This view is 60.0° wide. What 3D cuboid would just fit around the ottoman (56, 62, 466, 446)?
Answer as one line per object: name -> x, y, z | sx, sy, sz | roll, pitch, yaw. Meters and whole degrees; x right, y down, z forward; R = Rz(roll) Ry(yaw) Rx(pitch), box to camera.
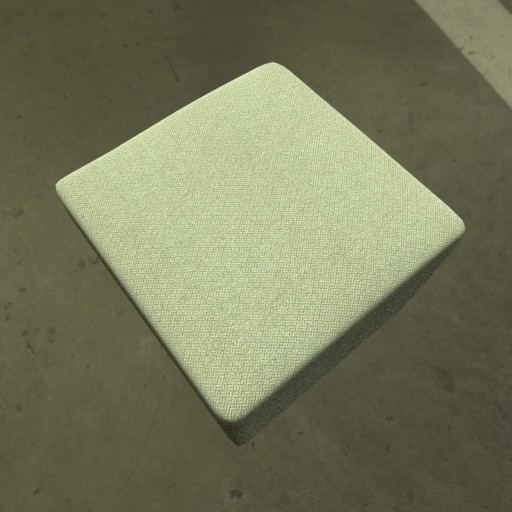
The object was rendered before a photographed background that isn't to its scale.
ottoman -> 0.000, 0.000, 0.917 | 0.512, 0.453, 0.521 | -36, 69, -16
